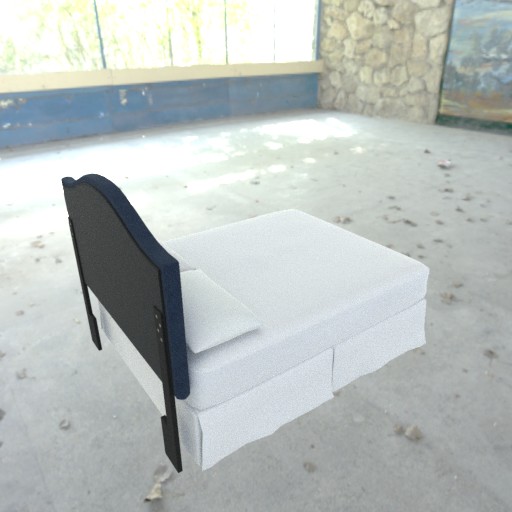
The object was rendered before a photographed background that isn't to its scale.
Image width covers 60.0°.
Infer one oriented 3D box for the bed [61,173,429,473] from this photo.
[{"bbox_3d":[0.000,0.000,3.256,2.153,1.518,1.725,-18,31,-32],"label":"bed"}]
